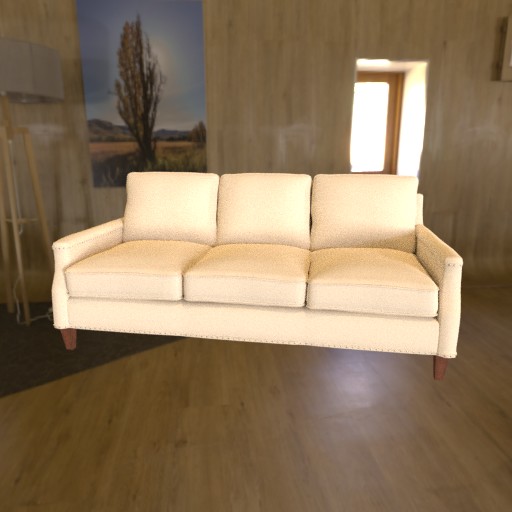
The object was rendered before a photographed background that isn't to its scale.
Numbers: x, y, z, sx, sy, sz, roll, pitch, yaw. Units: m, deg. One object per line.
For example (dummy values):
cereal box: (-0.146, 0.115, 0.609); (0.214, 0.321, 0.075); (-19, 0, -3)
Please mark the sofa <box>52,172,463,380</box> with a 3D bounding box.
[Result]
sofa: (0.000, 0.000, 2.832); (2.246, 1.003, 1.084); (2, 14, 10)
